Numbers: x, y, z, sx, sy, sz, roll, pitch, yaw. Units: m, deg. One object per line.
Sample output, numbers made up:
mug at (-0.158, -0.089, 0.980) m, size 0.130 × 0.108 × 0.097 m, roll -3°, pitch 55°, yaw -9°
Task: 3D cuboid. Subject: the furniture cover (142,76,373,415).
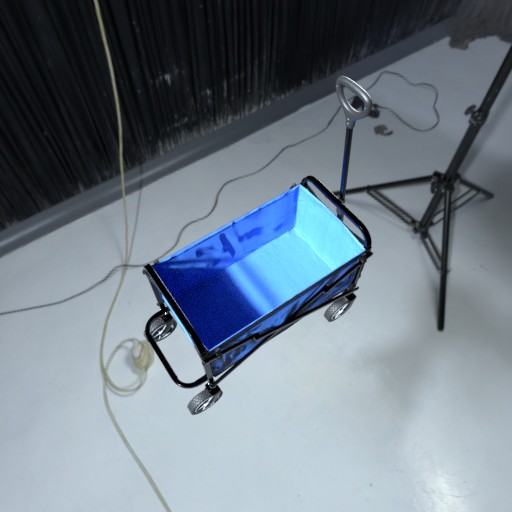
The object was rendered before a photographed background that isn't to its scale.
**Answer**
furniture cover at (0.000, 0.000, 1.790) m, size 1.038 × 1.295 × 0.532 m, roll -31°, pitch 62°, yaw -18°
